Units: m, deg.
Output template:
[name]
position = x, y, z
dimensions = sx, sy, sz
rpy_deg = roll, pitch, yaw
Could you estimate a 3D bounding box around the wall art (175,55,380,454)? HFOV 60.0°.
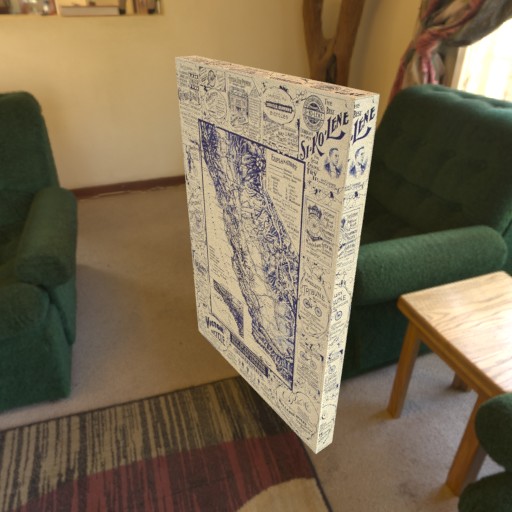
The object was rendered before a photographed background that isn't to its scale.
[wall art]
position = 0.000, 0.000, 0.773
dimensions = 0.040, 0.601, 0.408
rpy_deg = -21, 37, -31
